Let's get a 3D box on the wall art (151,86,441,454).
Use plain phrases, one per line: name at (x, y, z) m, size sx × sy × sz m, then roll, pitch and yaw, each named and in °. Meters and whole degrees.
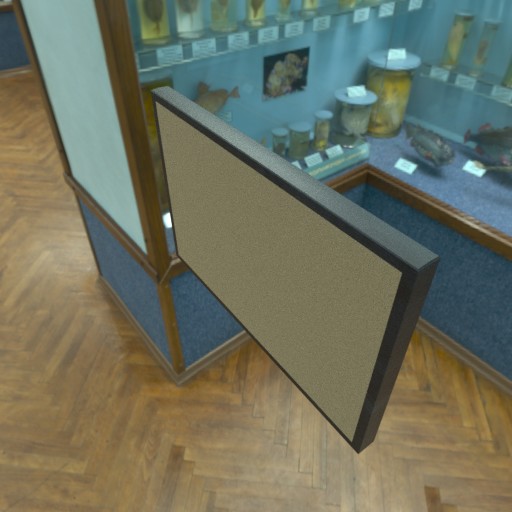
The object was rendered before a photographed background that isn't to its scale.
wall art at (0.000, 0.000, 0.778) m, size 0.038 × 0.409 × 0.610 m, roll -26°, pitch 47°, yaw -27°
